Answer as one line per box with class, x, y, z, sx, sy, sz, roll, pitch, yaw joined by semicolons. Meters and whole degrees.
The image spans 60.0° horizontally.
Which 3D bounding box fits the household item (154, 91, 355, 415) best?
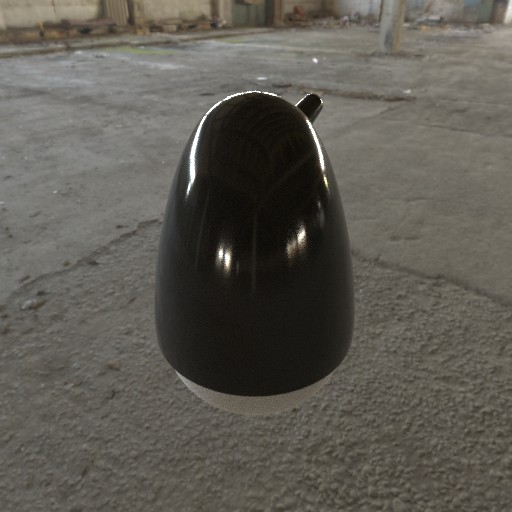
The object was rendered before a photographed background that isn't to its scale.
household item;0.000;0.000;0.215;0.102;0.152;0.104;20;35;30
